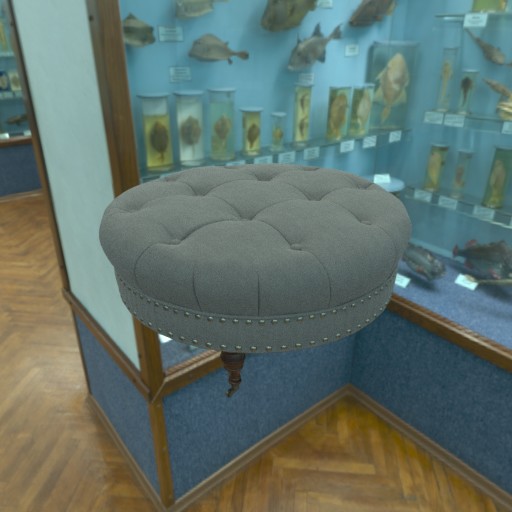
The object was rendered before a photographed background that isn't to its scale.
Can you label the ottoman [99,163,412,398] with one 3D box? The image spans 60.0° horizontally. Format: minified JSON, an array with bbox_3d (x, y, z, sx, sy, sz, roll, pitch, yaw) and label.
[{"bbox_3d":[0.000,0.000,1.396,0.901,0.439,0.901,0,26,0],"label":"ottoman"}]
